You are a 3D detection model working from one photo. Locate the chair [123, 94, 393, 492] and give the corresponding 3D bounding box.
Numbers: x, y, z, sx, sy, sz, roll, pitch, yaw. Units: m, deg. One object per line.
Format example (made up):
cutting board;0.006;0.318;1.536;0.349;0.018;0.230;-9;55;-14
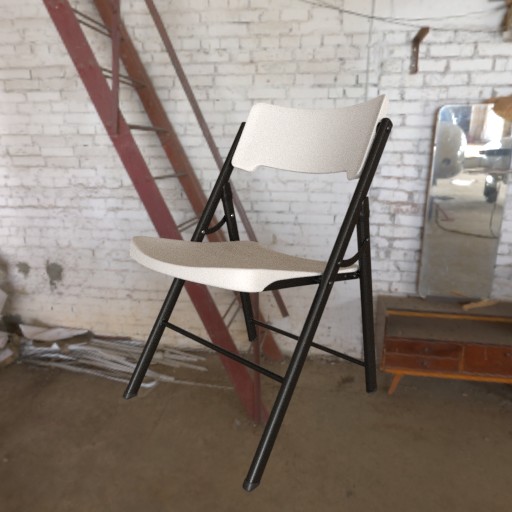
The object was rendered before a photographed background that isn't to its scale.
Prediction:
chair;0.000;0.000;1.105;0.482;0.765;0.577;14;21;42
